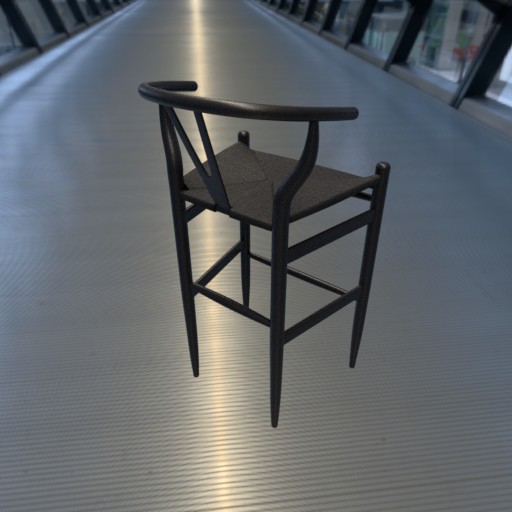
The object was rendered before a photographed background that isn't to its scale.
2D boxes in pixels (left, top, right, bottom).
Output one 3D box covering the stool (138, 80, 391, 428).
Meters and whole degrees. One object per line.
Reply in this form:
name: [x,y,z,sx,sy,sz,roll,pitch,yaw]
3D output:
stool: [0.000,0.000,1.397,0.569,1.072,0.579,22,38,31]
